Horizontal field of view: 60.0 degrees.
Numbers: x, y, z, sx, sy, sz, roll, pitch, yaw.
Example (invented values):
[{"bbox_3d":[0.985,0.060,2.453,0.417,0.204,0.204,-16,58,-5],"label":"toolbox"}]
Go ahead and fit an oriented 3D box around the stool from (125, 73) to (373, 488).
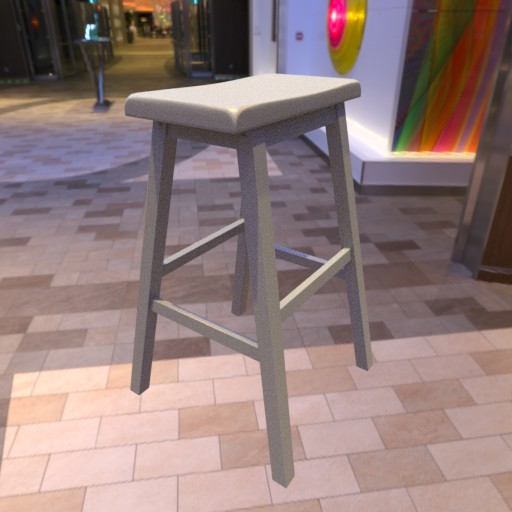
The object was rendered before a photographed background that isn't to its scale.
[{"bbox_3d":[0.000,0.000,1.022,0.476,0.737,0.457,18,33,31],"label":"stool"}]
